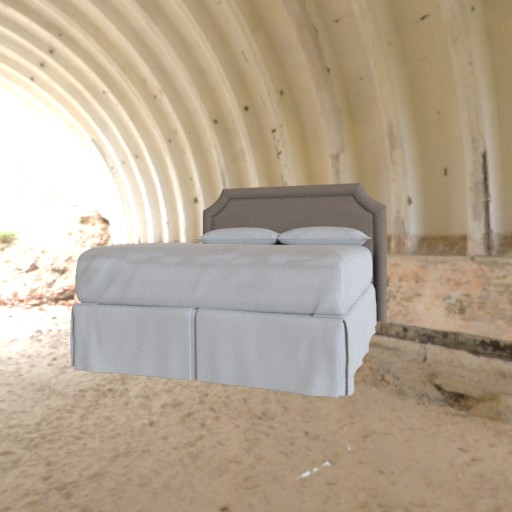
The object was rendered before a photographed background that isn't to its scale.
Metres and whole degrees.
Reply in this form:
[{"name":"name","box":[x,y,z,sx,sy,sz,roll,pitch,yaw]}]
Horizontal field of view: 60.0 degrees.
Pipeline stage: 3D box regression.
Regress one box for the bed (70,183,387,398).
[{"name":"bed","box":[0.000,0.000,3.340,1.828,1.303,2.164,1,2,18]}]
